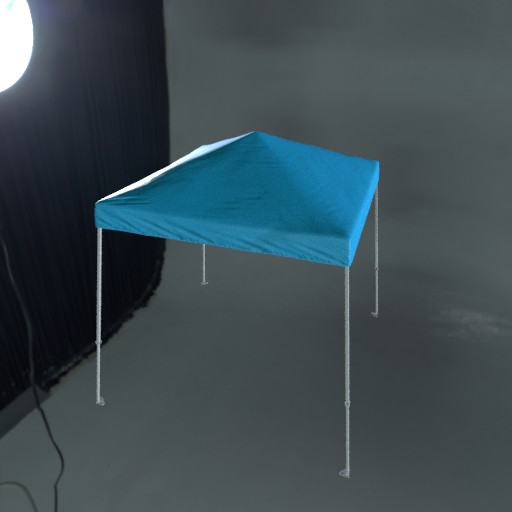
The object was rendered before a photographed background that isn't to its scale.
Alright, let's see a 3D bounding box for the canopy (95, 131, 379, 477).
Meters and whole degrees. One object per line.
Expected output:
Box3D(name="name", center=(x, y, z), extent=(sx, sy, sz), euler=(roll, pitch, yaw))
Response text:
Box3D(name="canopy", center=(0.000, 0.000, 5.144), extent=(2.849, 2.849, 2.848), euler=(9, 29, 17))
